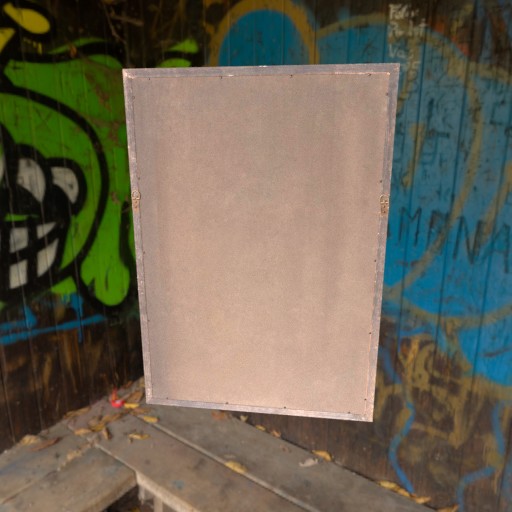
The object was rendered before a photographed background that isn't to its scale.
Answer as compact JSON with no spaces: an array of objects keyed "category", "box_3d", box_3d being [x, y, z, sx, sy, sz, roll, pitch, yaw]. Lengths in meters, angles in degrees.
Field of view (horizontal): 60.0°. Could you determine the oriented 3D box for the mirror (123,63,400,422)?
[{"category":"mirror","box_3d":[0.000,0.000,1.253,0.705,0.996,0.025,2,15,8]}]
